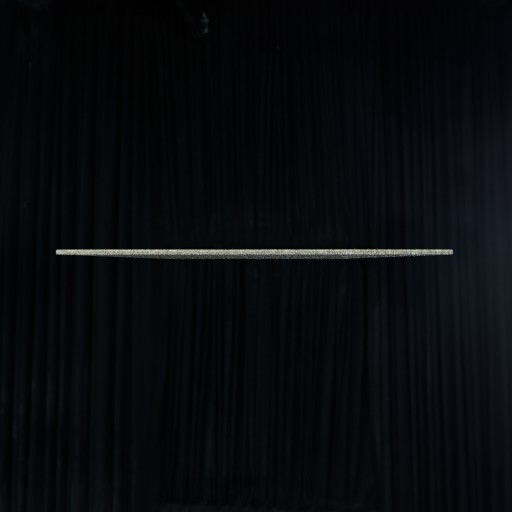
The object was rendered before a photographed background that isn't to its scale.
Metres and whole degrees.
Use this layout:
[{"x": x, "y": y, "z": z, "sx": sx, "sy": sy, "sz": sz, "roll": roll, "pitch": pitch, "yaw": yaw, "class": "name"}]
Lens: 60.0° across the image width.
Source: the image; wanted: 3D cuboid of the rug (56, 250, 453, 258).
[{"x": 0.000, "y": 0.000, "z": 2.840, "sx": 1.532, "sy": 0.018, "sz": 2.297, "roll": 0, "pitch": -1, "yaw": 1, "class": "rug"}]
